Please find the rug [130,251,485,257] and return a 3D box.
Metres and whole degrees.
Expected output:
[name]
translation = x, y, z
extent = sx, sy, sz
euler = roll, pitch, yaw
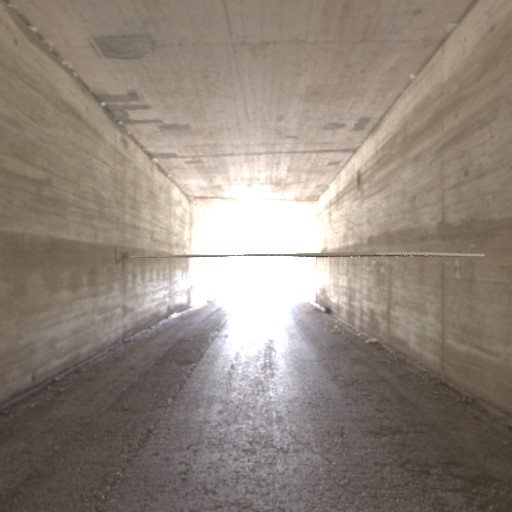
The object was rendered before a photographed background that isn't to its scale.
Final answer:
[rug]
translation = 0.000, 0.000, 2.408
extent = 0.645, 0.015, 2.182
euler = 0, 0, -35
